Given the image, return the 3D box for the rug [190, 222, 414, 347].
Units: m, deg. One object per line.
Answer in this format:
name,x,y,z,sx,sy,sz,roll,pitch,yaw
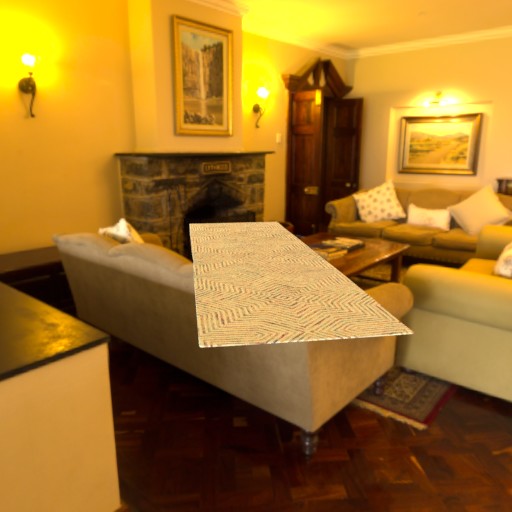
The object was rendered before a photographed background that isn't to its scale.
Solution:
rug,0.000,0.000,2.690,0.771,0.009,2.443,-2,14,-9
